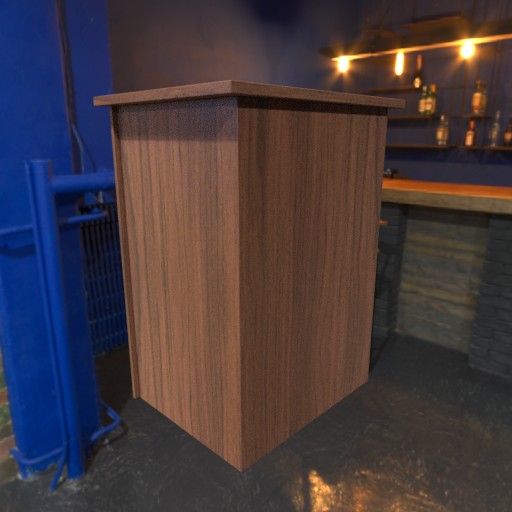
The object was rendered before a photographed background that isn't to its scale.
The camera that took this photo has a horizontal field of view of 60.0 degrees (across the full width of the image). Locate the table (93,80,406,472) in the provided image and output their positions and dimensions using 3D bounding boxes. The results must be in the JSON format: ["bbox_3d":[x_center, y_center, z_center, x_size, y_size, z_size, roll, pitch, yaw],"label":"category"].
[{"bbox_3d":[0.000,0.000,0.947,0.381,0.636,0.480,15,21,43],"label":"table"}]
